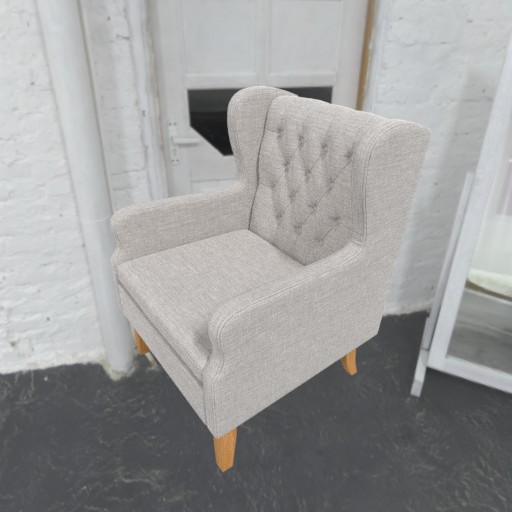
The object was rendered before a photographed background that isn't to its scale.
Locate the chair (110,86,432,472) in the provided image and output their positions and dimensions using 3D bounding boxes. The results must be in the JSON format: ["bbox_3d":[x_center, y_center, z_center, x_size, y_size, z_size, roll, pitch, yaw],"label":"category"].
[{"bbox_3d":[0.000,0.000,1.458,0.760,0.930,0.710,-20,36,-30],"label":"chair"}]
